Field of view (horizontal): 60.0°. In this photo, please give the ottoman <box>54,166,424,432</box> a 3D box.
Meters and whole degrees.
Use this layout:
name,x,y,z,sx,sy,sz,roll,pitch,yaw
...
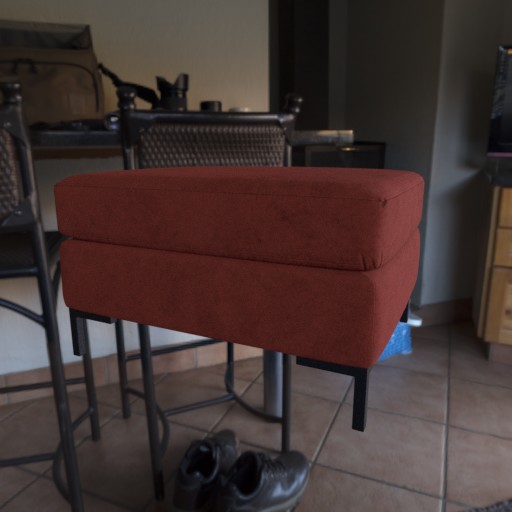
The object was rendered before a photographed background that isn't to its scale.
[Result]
name,x,y,z,sx,sy,sz,roll,pitch,yaw
ottoman,0.000,0.000,1.184,0.782,0.462,0.650,6,15,25
